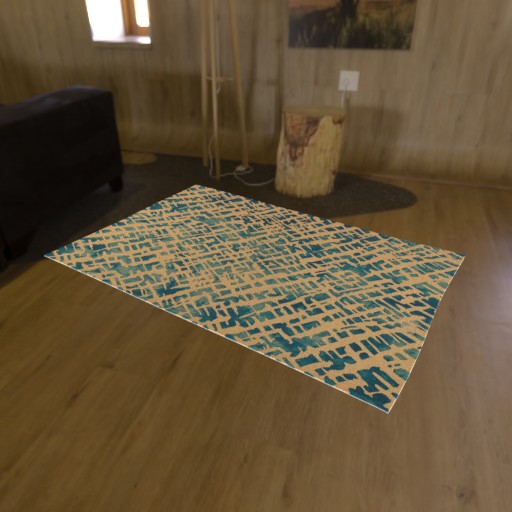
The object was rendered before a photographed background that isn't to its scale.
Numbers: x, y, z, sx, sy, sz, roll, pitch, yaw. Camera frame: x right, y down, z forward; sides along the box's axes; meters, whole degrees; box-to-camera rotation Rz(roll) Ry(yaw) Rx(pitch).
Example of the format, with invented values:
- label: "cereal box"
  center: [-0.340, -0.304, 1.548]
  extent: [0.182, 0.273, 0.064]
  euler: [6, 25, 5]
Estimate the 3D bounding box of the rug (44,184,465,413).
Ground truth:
- label: "rug"
  center: [0.000, 0.000, 2.293]
  extent: [1.830, 0.011, 1.209]
  euler: [18, 35, 29]
